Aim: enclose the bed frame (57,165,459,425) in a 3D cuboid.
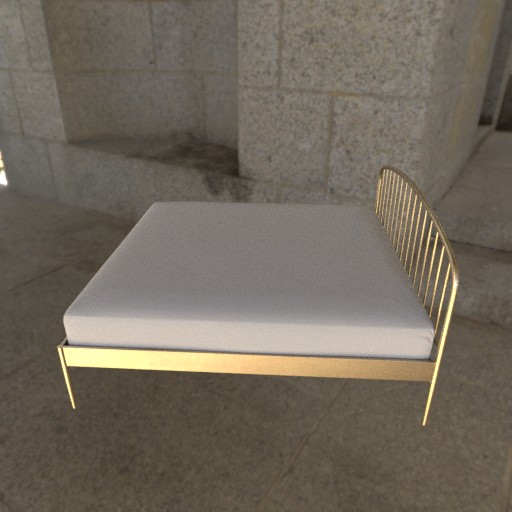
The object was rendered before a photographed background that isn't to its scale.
[{"bbox_3d":[0.000,0.000,3.308,2.152,1.174,2.016,2,26,3],"label":"bed frame"}]
